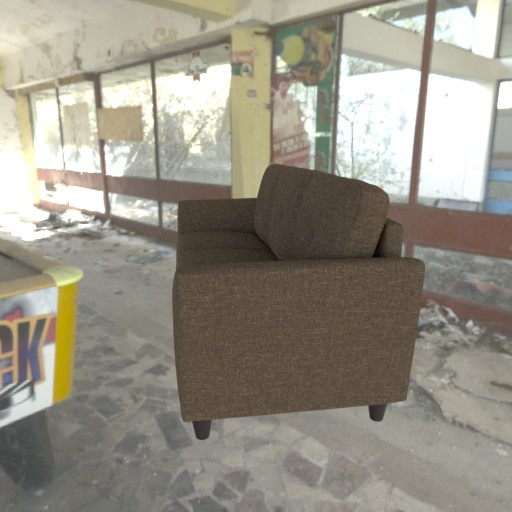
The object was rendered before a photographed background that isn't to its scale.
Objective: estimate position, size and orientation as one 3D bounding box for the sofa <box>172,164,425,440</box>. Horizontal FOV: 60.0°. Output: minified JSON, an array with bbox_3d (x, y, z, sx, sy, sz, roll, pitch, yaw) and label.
[{"bbox_3d":[0.000,0.000,2.309,0.837,0.891,1.847,-2,14,-9],"label":"sofa"}]
